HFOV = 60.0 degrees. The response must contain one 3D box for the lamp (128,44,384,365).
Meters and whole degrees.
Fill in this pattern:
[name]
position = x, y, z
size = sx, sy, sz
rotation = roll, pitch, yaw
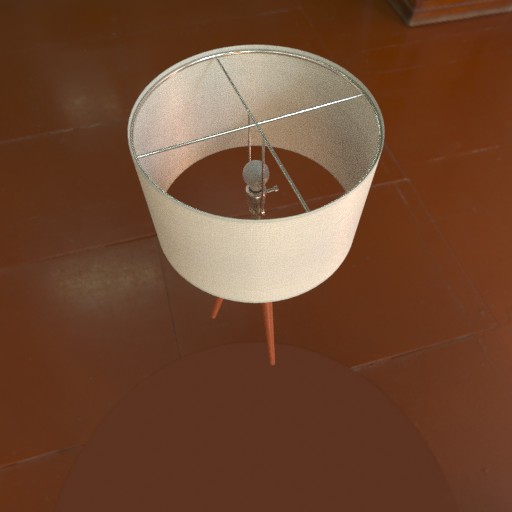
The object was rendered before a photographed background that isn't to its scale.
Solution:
[lamp]
position = 0.000, 0.000, 0.916
size = 0.354, 0.709, 0.355
rotation = 16, 59, 10
